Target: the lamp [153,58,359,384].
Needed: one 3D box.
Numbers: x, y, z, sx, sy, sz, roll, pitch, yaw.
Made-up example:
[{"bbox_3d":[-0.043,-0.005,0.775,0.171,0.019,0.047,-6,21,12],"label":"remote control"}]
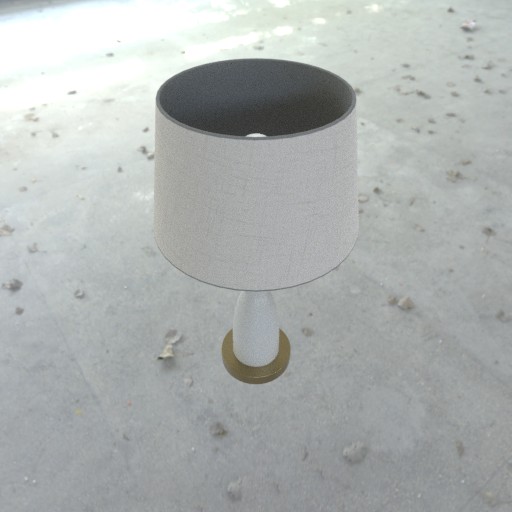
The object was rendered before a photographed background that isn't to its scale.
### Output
[{"bbox_3d":[0.000,0.000,0.729,0.309,0.545,0.309,0,42,0],"label":"lamp"}]
